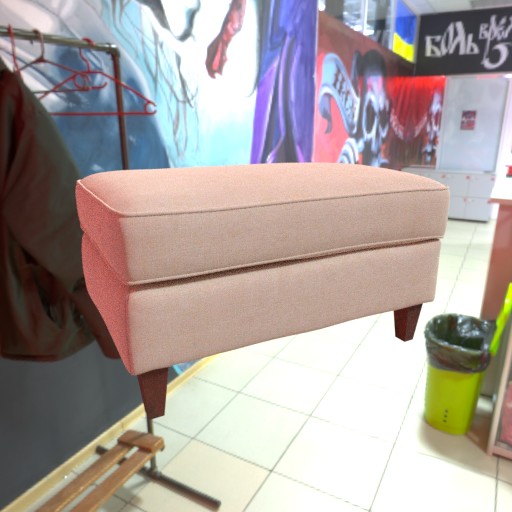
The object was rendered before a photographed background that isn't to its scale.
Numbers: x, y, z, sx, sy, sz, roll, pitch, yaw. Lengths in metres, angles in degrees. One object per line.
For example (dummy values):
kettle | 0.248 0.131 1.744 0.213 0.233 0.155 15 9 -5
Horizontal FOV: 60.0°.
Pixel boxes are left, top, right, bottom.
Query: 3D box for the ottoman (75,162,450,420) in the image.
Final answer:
ottoman | 0.000 0.000 1.235 0.862 0.484 0.583 -9 19 -27
